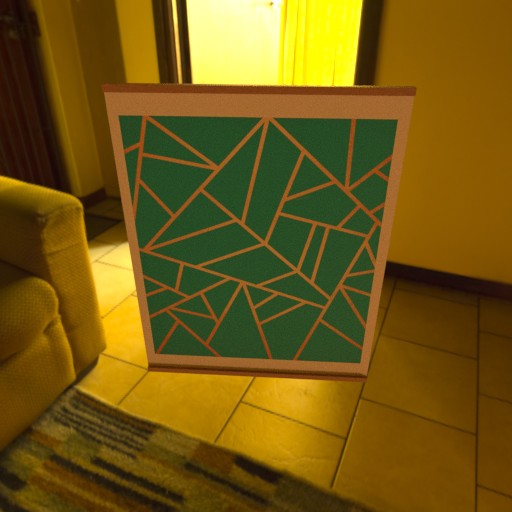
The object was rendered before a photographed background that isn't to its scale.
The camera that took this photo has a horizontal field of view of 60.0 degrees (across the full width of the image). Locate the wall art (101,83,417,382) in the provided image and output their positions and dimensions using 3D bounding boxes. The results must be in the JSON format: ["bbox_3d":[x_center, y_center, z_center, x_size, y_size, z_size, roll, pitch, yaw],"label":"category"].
[{"bbox_3d":[0.000,0.000,0.698,0.405,0.508,0.012,2,30,3],"label":"wall art"}]
